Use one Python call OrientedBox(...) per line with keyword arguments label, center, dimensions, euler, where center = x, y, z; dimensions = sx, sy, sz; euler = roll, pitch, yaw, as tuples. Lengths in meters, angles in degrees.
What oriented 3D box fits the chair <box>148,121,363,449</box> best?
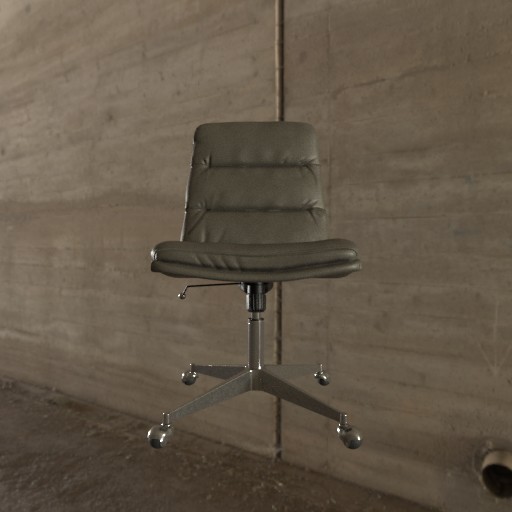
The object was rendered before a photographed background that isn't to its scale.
OrientedBox(label="chair", center=(0.000, 0.000, 1.053), dimensions=(0.422, 0.738, 0.485), euler=(0, 2, 0))
